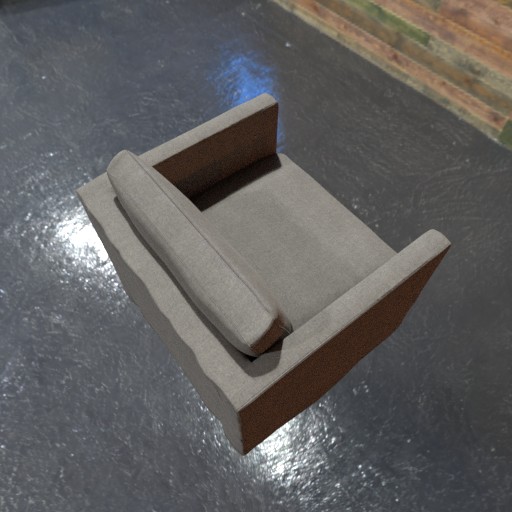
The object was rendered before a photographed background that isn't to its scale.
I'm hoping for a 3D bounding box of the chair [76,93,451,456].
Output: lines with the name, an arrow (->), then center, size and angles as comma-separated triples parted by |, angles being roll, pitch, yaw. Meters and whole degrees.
chair -> 0.000, 0.000, 1.798 | 0.949, 0.863, 1.057 | -33, 63, -19
